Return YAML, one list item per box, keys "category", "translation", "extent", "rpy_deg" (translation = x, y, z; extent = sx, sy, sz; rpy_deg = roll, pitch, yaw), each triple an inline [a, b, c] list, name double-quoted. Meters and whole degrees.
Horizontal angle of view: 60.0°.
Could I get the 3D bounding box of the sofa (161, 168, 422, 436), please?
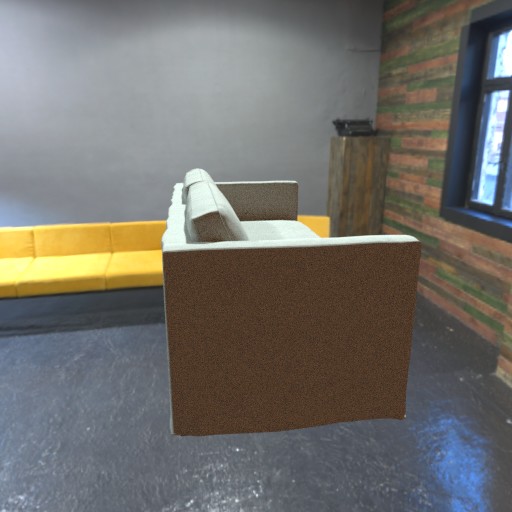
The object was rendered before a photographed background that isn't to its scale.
- category: "sofa"
  translation: [0.000, 0.000, 2.513]
  extent: [0.940, 0.870, 1.987]
  rpy_deg: [-2, 16, -8]
